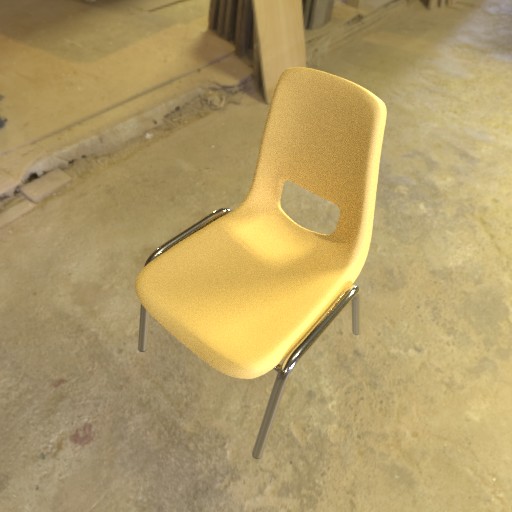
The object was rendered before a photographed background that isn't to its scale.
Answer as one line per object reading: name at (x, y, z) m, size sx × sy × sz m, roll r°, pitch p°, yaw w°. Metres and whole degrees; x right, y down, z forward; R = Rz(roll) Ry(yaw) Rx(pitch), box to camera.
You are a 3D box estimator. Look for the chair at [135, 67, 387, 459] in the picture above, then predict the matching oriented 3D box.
chair at (0.000, 0.000, 0.794) m, size 0.354 × 0.536 × 0.385 m, roll 33°, pitch 54°, yaw 28°
